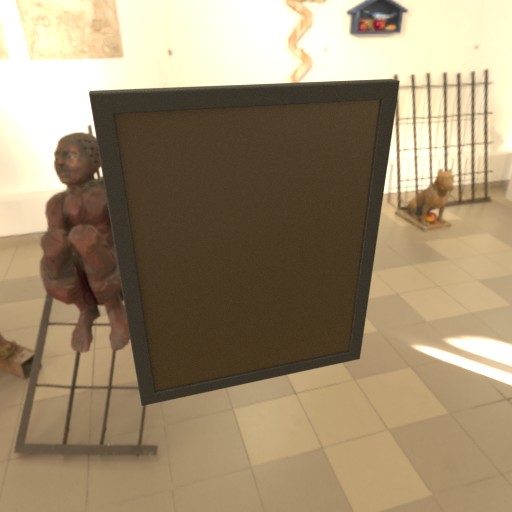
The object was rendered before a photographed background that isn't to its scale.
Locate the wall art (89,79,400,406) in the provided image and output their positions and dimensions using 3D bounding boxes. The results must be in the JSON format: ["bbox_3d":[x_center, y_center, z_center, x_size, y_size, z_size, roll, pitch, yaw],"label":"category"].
[{"bbox_3d":[0.000,0.000,0.770,0.457,0.558,0.028,-8,29,-15],"label":"wall art"}]
